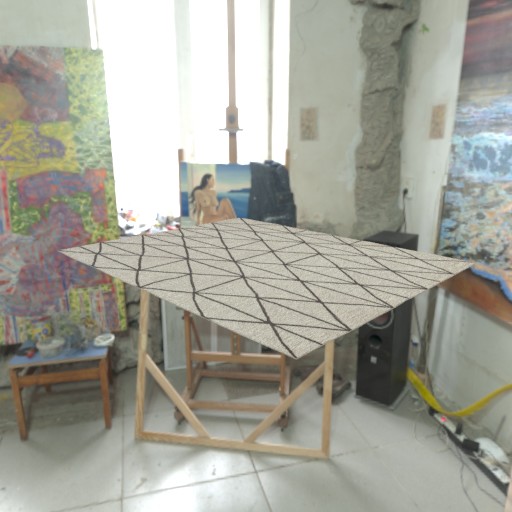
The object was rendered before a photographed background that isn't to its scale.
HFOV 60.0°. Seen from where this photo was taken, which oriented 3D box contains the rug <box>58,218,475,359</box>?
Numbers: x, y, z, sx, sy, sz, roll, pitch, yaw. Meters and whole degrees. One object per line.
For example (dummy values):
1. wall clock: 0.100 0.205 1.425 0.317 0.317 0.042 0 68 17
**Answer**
1. rug: 0.000 0.000 4.113 2.468 0.022 3.061 -15 21 -43
